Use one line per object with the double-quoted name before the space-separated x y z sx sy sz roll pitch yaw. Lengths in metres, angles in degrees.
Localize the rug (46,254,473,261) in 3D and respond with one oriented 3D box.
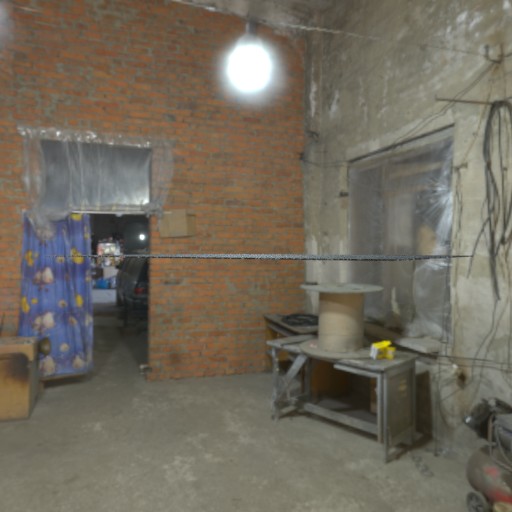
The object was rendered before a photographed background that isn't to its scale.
"rug" 0.000 0.000 2.274 1.828 0.005 1.219 0 1 35
